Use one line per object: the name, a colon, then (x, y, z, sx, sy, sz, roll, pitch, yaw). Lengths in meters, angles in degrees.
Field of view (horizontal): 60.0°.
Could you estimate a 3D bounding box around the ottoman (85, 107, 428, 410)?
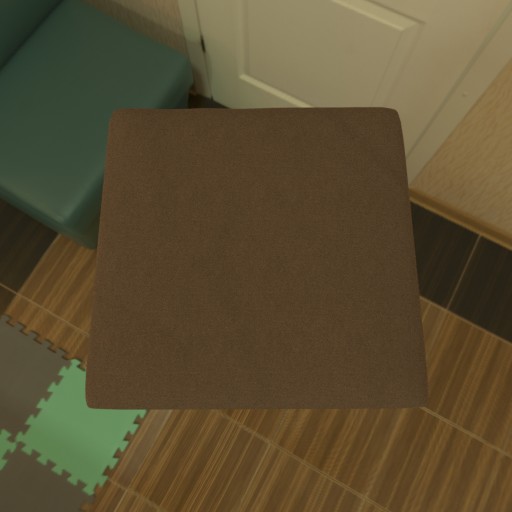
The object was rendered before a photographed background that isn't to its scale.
ottoman: (0.000, 0.000, 1.801, 1.181, 0.470, 1.181, 0, 75, 0)
